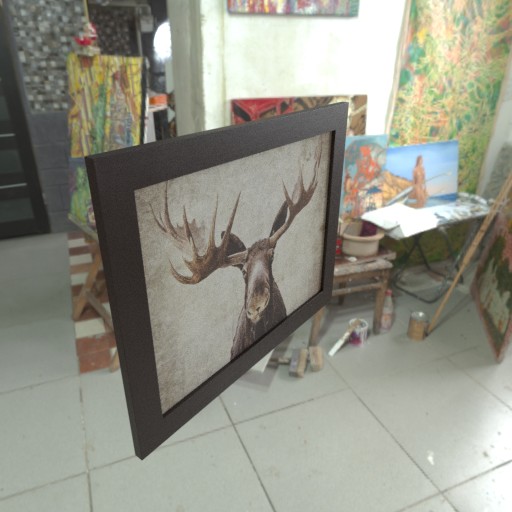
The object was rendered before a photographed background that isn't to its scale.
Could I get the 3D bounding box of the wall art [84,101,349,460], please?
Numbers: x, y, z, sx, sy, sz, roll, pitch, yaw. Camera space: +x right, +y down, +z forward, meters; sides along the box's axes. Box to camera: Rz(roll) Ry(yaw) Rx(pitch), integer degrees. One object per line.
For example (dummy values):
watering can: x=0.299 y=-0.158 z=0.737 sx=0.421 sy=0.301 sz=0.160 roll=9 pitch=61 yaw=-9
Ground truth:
wall art: x=0.000 y=0.000 z=1.616 sx=0.034 sy=0.952 sz=1.207 roll=19 pitch=32 yaw=33
